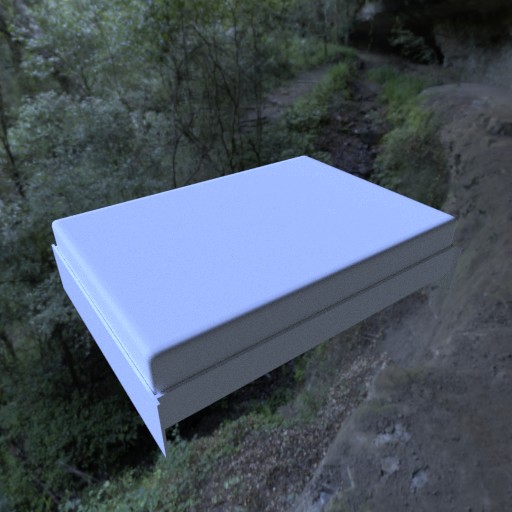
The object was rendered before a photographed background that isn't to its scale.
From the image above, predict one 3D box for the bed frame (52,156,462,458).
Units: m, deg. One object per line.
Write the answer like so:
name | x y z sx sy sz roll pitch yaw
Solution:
bed frame | 0.000 0.000 2.650 1.945 0.497 1.445 -21 38 -30
